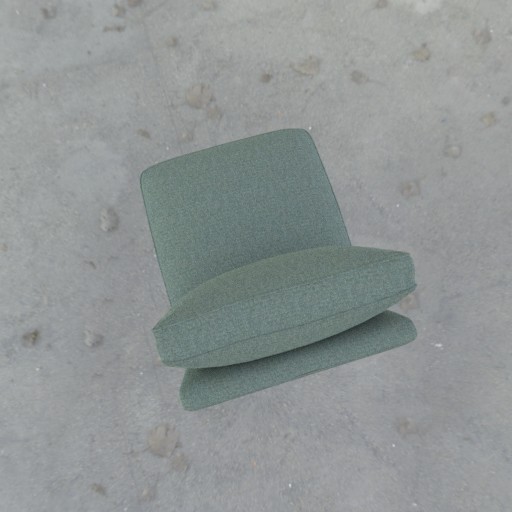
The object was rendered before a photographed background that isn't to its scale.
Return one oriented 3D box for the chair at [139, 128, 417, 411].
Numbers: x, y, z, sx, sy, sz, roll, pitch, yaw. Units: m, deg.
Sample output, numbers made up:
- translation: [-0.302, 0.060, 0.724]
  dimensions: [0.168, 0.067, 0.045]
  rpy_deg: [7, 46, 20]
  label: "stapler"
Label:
- translation: [0.000, 0.000, 1.454]
  dimensions: [0.624, 0.901, 0.796]
  rpy_deg: [-16, 76, -4]
  label: "chair"
